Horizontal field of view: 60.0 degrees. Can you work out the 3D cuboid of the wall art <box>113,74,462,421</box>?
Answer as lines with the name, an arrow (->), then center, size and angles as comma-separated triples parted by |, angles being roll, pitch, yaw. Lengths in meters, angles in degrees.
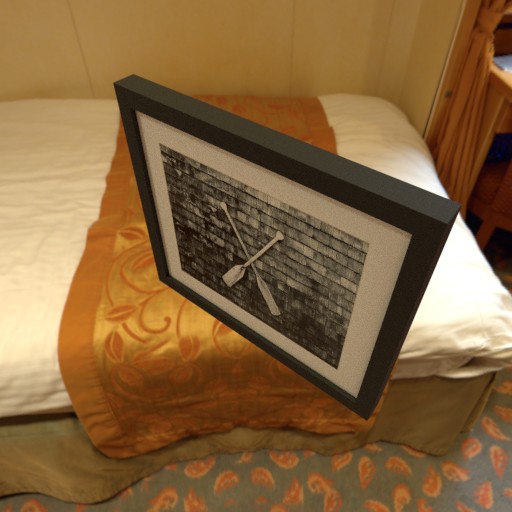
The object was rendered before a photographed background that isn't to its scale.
wall art -> 0.000, 0.000, 0.533 | 0.381, 0.330, 0.029 | 29, 52, 26
